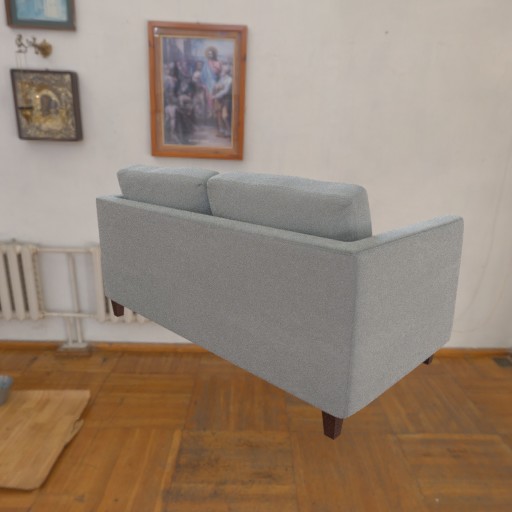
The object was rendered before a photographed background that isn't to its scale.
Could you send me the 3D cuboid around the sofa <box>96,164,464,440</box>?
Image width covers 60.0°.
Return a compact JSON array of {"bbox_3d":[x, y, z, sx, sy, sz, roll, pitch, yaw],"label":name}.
[{"bbox_3d":[0.000,0.000,2.446,0.950,0.963,1.884,-15,21,-43],"label":"sofa"}]
